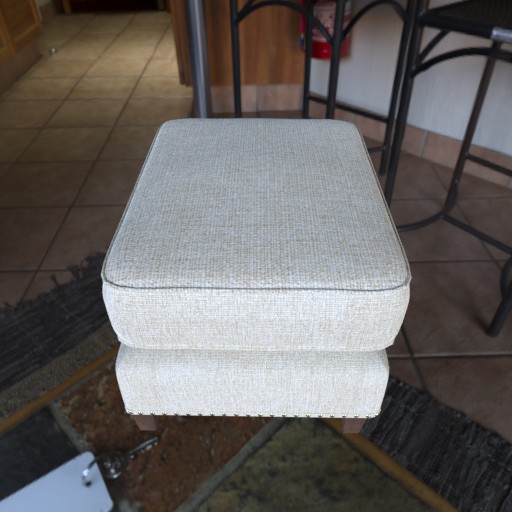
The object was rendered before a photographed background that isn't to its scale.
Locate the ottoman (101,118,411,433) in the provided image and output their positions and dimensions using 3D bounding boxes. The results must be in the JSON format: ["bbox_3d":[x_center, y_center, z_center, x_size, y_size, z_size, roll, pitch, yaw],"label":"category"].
[{"bbox_3d":[0.000,0.000,1.164,0.589,0.537,0.738,1,41,1],"label":"ottoman"}]
